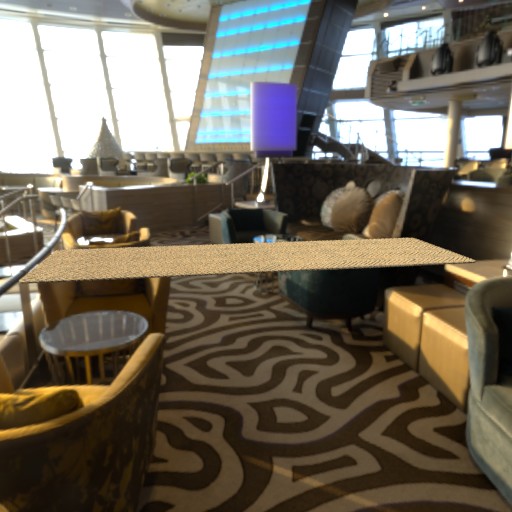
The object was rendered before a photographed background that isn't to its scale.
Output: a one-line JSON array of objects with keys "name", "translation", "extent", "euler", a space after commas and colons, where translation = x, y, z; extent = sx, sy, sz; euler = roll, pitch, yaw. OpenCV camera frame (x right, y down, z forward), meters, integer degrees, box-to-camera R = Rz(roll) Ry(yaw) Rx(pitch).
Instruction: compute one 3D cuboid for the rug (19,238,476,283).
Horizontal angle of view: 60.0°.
[{"name": "rug", "translation": [0.000, 0.000, 2.496], "extent": [2.286, 0.008, 0.686], "euler": [-2, 13, -10]}]
